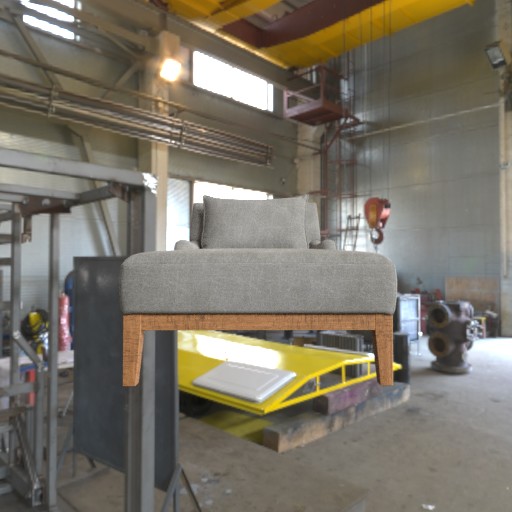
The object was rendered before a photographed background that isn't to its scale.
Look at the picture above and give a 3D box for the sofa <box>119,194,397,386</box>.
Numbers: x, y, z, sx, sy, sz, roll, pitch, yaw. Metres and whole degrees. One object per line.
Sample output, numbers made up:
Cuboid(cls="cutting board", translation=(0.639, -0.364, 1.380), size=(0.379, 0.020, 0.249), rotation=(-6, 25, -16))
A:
Cuboid(cls="sofa", translation=(0.000, 0.000, 2.272), size=(0.894, 0.859, 1.779), rotation=(0, -1, 0))
